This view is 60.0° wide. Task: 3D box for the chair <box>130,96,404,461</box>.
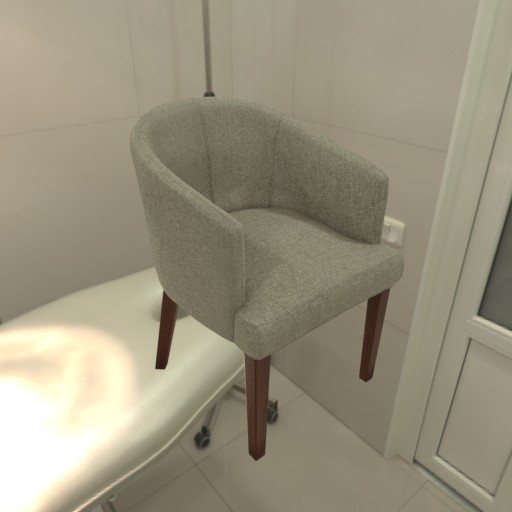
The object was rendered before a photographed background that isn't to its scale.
[{"bbox_3d":[0.000,0.000,1.300,0.583,0.811,0.655,-22,35,-34],"label":"chair"}]
